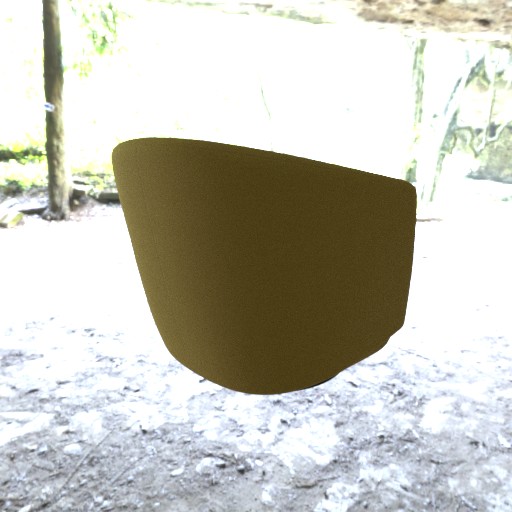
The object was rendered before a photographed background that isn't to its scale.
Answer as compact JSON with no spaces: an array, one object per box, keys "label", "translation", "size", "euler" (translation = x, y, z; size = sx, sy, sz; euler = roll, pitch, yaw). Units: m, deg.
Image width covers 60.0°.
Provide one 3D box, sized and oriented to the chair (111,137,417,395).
[{"label":"chair","translation":[0.000,0.000,1.359],"size":[0.767,0.698,0.773],"euler":[-13,19,-42]}]
